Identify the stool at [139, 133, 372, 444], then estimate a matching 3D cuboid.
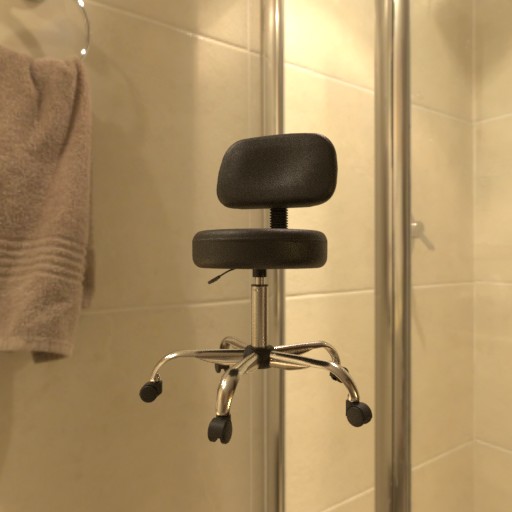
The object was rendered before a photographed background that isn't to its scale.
[{"bbox_3d":[0.000,0.000,1.310,0.673,0.862,0.648,0,0,17],"label":"stool"}]
